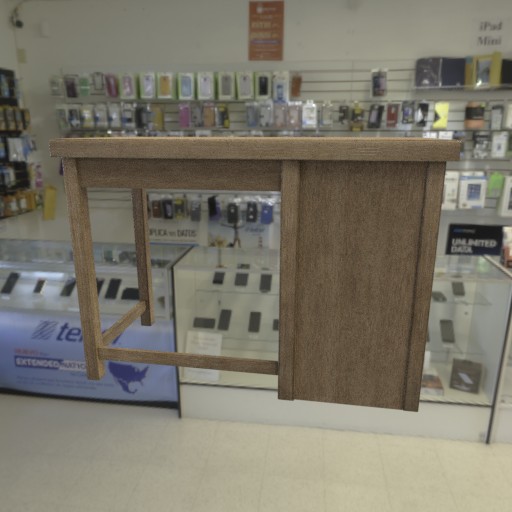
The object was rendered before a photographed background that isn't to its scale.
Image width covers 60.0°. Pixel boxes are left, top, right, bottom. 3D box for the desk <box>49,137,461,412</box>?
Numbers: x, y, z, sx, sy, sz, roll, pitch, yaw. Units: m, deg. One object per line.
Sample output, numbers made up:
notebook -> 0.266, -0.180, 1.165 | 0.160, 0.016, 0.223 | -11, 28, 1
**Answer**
desk -> 0.000, 0.000, 1.773 | 1.289, 0.912, 0.610 | 3, 16, 9
